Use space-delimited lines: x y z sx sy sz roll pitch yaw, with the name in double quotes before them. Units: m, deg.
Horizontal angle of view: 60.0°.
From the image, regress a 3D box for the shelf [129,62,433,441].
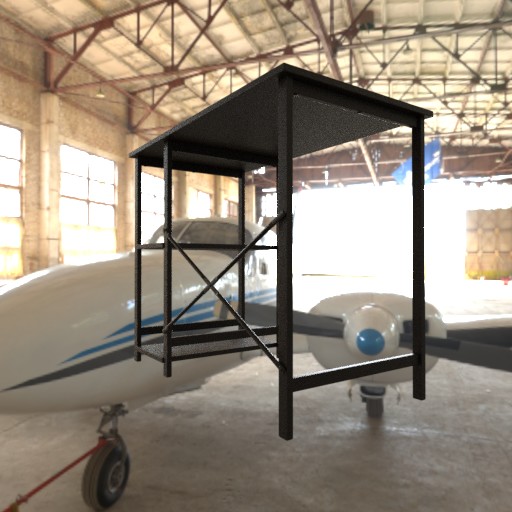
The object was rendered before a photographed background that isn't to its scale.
"shelf" 0.000 0.000 1.377 0.498 0.749 0.902 0 -1 -35
